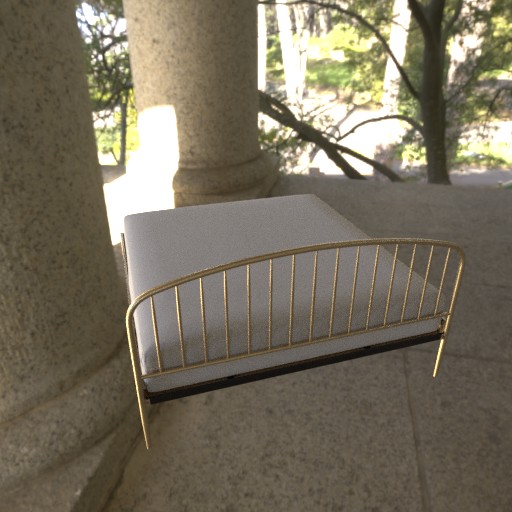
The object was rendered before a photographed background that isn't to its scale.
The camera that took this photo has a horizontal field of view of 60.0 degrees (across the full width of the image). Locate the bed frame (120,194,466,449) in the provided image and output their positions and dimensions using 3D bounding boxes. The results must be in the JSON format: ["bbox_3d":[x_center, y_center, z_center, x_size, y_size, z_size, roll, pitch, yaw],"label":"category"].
[{"bbox_3d":[0.000,0.000,3.487,2.016,1.174,2.152,-8,28,-16],"label":"bed frame"}]
